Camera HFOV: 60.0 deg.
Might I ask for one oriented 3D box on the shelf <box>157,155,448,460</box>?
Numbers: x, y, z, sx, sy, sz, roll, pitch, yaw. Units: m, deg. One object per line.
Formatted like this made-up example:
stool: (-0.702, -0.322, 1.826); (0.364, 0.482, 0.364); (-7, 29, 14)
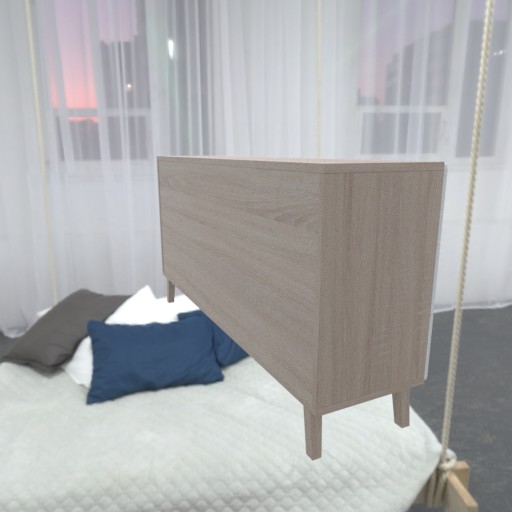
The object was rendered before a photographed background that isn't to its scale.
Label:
shelf: (0.000, 0.000, 1.803); (0.400, 0.780, 1.490); (-7, 15, -26)
